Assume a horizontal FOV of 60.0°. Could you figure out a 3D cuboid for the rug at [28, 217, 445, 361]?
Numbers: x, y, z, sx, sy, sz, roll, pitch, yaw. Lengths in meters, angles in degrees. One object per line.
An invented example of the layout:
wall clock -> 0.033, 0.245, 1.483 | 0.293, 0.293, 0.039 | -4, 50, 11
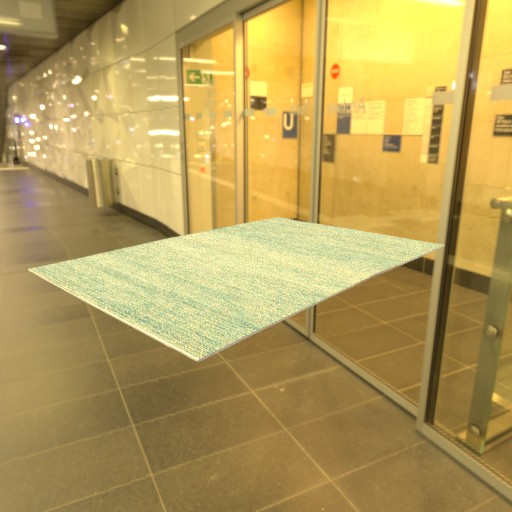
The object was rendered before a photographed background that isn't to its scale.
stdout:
rug -> 0.000, 0.000, 2.927 | 1.593, 0.029, 2.305 | 15, 21, 41
